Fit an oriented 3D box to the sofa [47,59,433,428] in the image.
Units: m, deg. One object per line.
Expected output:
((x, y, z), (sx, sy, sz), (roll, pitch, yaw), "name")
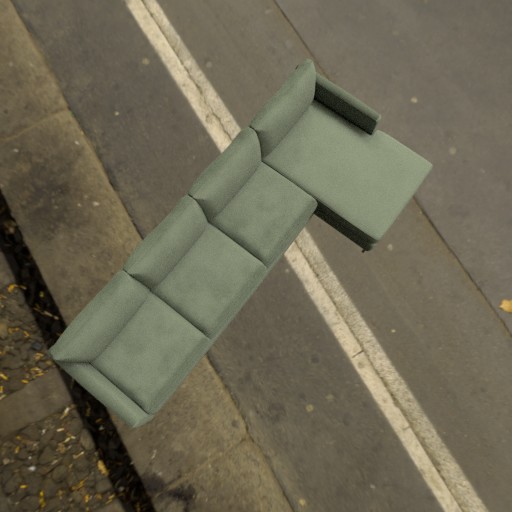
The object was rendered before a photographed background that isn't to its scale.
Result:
((0.000, 0.000, 3.107), (1.255, 0.756, 2.725), (37, 79, 9), "sofa")
